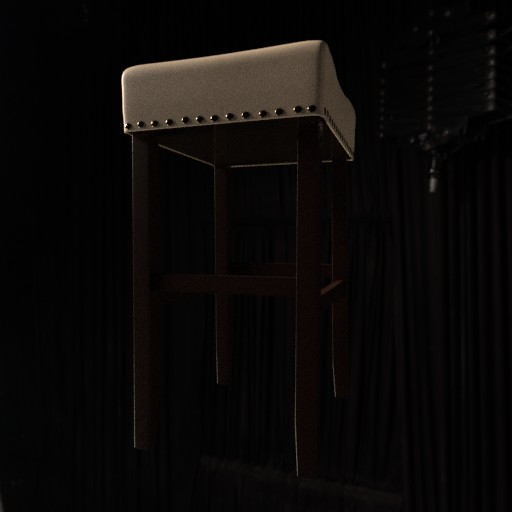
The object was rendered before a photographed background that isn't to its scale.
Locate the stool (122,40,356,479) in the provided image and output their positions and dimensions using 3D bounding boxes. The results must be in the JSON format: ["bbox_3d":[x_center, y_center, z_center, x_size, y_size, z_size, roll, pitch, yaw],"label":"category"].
[{"bbox_3d":[0.000,0.000,1.026,0.401,0.762,0.471,1,3,19],"label":"stool"}]
